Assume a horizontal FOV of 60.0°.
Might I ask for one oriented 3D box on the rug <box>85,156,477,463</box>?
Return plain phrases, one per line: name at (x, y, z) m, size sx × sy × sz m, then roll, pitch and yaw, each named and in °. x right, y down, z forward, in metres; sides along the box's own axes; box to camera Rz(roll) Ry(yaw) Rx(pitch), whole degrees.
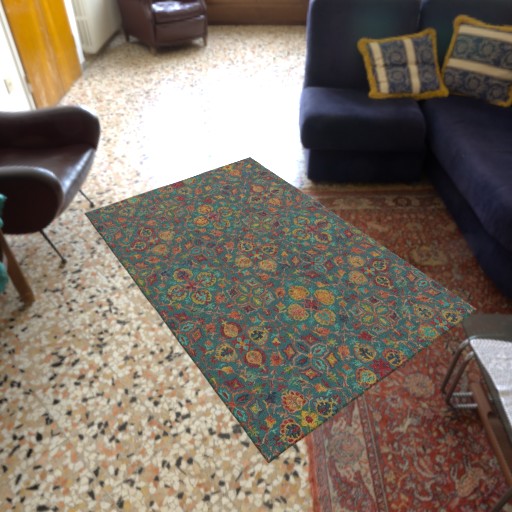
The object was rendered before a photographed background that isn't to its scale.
rug at (0.000, 0.000, 2.358) m, size 1.216 × 0.014 × 1.836 m, roll -25°, pitch 46°, yaw -26°
